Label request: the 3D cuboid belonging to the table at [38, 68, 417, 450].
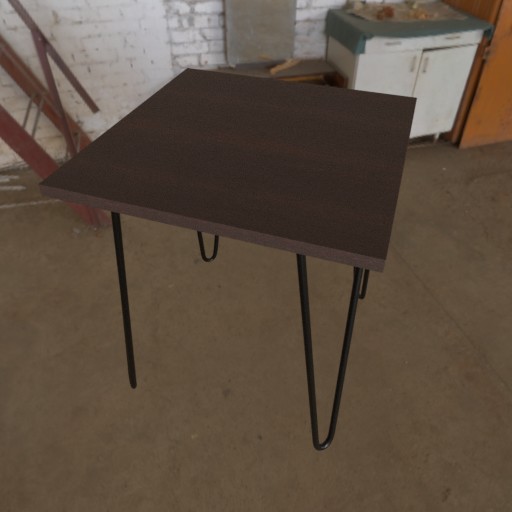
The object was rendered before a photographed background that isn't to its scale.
[{"bbox_3d":[0.000,0.000,0.941,0.495,0.559,0.495,13,44,14],"label":"table"}]
